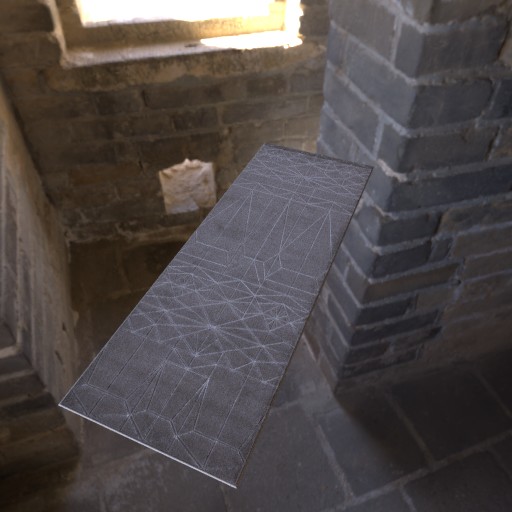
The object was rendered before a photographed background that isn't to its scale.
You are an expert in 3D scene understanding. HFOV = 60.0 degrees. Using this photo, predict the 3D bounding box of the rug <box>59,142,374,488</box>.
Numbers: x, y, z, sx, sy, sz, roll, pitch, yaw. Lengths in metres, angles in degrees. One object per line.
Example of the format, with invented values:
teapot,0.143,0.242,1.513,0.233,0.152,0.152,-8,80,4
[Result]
rug,0.000,0.000,2.603,0.864,0.012,2.388,17,47,16
